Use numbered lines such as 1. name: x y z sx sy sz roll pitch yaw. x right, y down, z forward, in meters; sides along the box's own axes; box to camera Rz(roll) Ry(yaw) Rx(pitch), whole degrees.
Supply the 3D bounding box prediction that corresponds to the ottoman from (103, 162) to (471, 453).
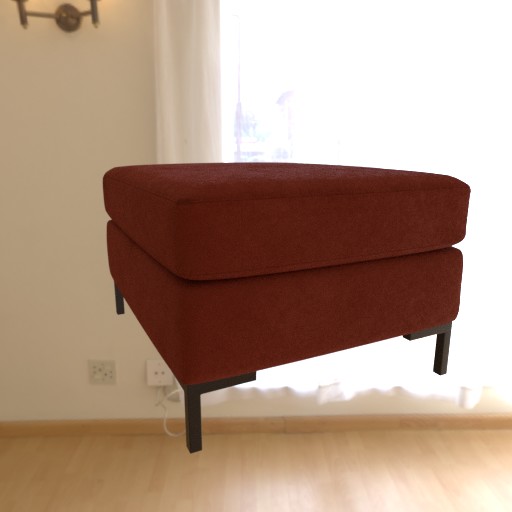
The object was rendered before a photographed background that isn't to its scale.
1. ottoman: 0.000 0.000 1.145 0.650 0.462 0.782 -7 15 -26
